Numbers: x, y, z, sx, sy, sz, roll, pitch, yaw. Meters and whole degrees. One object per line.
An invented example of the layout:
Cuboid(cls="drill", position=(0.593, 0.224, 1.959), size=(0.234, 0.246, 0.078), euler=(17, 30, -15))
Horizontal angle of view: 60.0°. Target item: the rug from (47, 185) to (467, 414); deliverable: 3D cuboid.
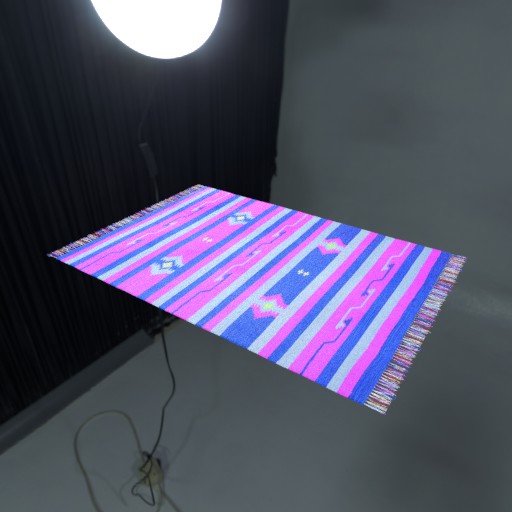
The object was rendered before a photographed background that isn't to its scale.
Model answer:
Cuboid(cls="rug", position=(0.000, 0.000, 2.935), size=(2.350, 0.013, 1.539), euler=(19, 36, 29))
